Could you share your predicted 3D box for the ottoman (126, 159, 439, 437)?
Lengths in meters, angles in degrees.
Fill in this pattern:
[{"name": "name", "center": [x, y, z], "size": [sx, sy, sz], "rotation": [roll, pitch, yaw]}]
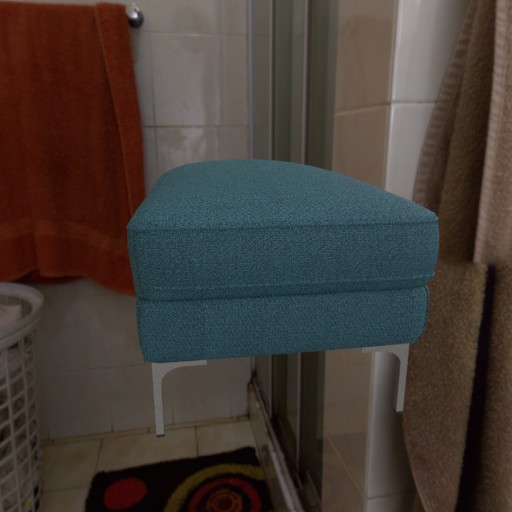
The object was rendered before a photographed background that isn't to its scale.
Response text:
[{"name": "ottoman", "center": [0.000, 0.000, 1.189], "size": [0.563, 0.498, 0.856], "rotation": [-2, 15, -9]}]
